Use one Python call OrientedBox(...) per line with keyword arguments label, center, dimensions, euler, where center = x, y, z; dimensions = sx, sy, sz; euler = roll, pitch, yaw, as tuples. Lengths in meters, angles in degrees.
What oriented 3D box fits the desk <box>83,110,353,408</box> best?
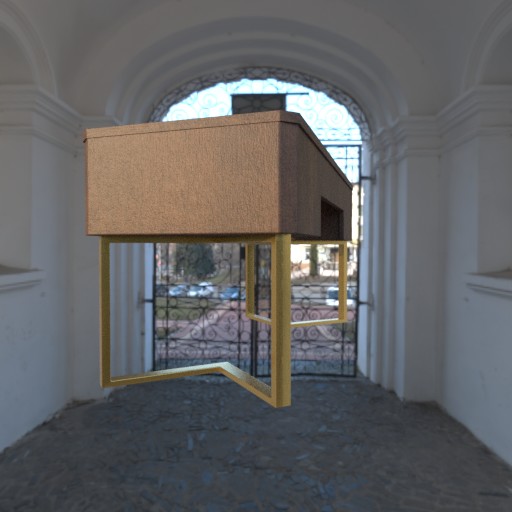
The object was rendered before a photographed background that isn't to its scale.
OrientedBox(label="desk", center=(0.000, 0.000, 1.909), dimensions=(0.684, 0.762, 1.479), euler=(0, 1, 18))
